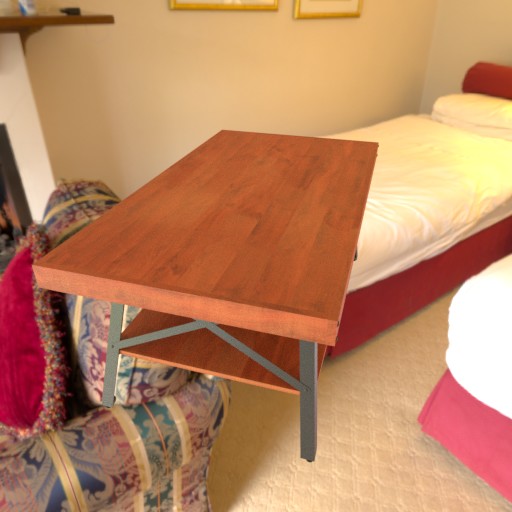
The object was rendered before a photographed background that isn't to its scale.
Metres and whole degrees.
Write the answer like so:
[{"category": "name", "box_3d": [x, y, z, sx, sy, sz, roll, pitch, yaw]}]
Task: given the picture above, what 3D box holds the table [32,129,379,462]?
[{"category": "table", "box_3d": [0.000, 0.000, 1.359, 0.610, 0.457, 1.067, 9, 32, 15]}]
